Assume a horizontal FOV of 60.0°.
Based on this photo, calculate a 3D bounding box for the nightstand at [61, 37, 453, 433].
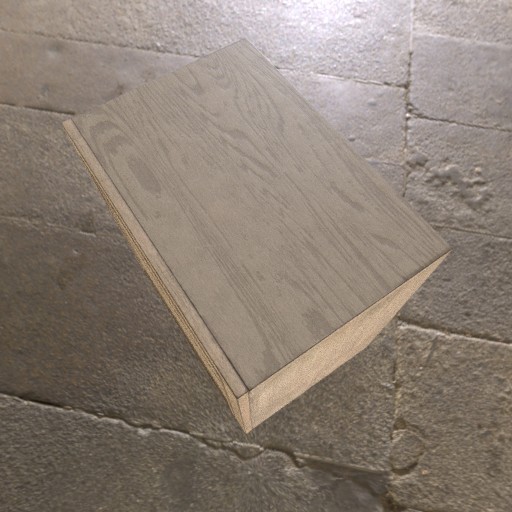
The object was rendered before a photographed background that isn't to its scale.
[{"bbox_3d":[0.000,0.000,1.090,0.483,0.673,0.612,-31,68,-14],"label":"nightstand"}]
